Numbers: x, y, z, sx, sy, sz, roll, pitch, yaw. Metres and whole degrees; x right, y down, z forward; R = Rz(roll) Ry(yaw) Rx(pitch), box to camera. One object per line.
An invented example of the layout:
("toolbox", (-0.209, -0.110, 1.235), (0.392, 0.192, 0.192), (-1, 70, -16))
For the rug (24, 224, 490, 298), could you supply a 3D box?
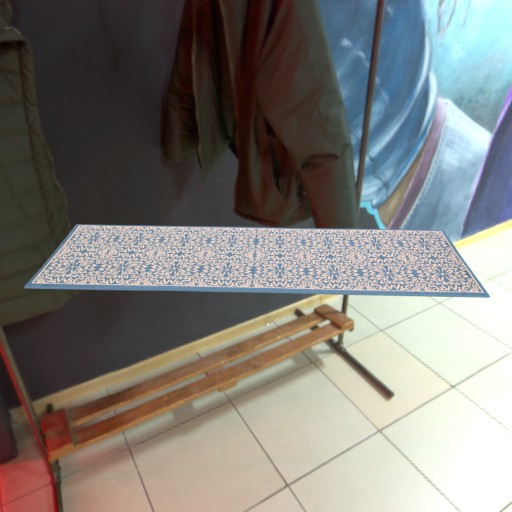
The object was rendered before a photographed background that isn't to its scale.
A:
("rug", (0.000, 0.000, 2.364), (2.196, 0.011, 0.662), (1, 31, 2))
